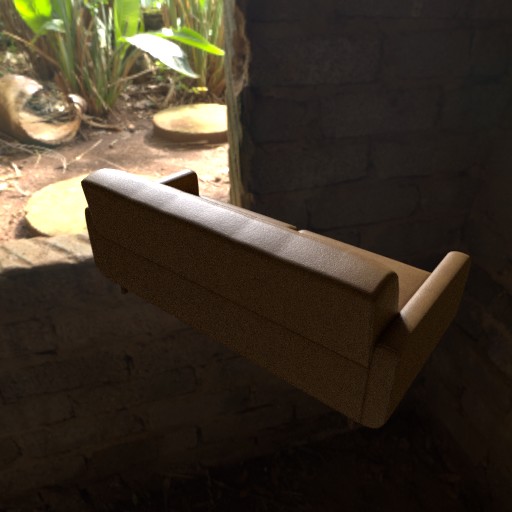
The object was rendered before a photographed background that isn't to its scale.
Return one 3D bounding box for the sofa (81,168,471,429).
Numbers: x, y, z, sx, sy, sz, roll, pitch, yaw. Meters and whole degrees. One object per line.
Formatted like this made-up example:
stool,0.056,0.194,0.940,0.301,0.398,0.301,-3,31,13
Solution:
sofa,0.000,0.000,2.638,2.137,0.892,0.980,22,37,32
